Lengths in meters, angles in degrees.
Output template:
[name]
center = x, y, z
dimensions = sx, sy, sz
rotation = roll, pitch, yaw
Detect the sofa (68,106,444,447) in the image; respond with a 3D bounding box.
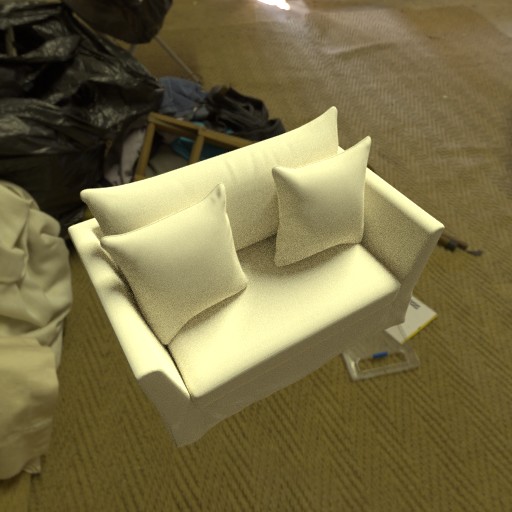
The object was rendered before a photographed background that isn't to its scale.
[sofa]
center = 0.000, 0.000, 2.338
dimensions = 1.608, 1.039, 1.026
rotation = -24, 51, -21
